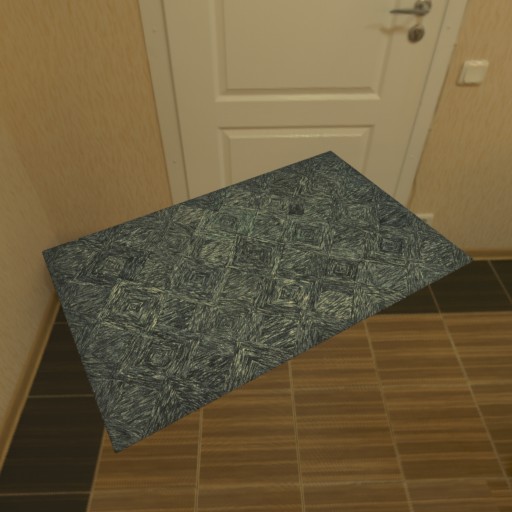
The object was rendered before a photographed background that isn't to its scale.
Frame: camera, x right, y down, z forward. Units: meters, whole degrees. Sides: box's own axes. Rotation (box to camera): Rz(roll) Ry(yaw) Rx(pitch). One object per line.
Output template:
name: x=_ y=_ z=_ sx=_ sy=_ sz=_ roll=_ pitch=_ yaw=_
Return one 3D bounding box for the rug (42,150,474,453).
rug: x=0.000 y=0.000 z=2.826 sx=2.330 sy=0.017 sz=1.478 roll=-23 pitch=50 yaw=-21
